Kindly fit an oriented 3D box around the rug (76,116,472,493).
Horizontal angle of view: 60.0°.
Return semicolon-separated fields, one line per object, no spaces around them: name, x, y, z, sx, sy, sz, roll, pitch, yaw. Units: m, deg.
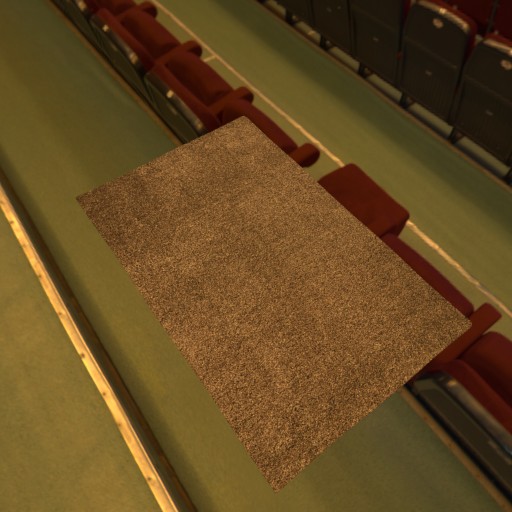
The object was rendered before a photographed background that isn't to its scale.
rug;0.000;0.000;2.928;1.501;0.025;2.352;-32;62;-19
